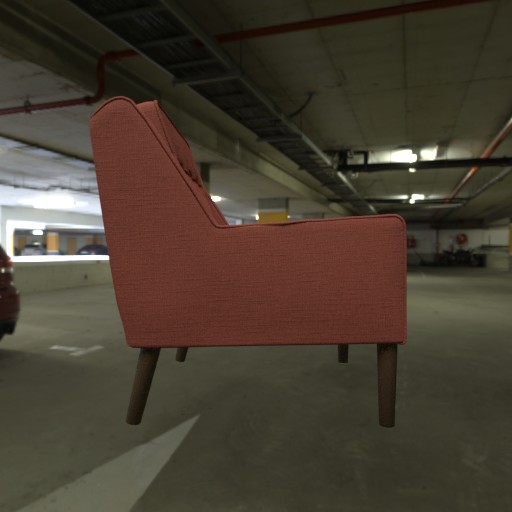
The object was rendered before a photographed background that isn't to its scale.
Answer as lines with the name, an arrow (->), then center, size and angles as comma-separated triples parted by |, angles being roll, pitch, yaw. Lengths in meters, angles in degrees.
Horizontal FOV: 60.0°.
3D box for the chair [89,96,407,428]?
chair -> 0.000, 0.000, 1.355 | 0.770, 0.812, 0.680 | 0, 1, 1
